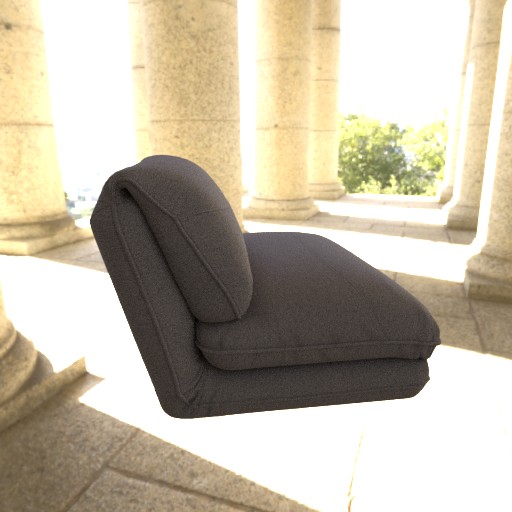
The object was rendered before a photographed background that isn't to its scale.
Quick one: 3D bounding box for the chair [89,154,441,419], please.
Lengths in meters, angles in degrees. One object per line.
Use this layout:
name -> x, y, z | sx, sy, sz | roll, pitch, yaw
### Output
chair -> 0.000, 0.000, 1.320 | 0.780, 0.580, 0.820 | -2, 15, -9
